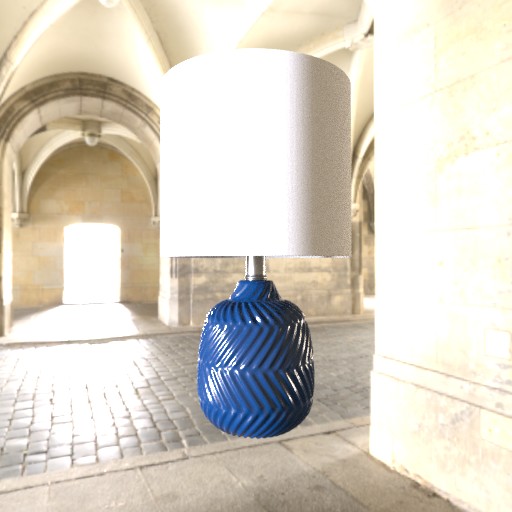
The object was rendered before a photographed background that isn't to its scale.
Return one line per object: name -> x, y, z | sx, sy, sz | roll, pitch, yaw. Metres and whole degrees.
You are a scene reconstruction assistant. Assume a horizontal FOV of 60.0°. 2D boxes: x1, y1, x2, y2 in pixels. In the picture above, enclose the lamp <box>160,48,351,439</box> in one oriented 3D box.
lamp -> 0.000, 0.000, 0.482 | 0.203, 0.368, 0.203 | 0, -1, 19
